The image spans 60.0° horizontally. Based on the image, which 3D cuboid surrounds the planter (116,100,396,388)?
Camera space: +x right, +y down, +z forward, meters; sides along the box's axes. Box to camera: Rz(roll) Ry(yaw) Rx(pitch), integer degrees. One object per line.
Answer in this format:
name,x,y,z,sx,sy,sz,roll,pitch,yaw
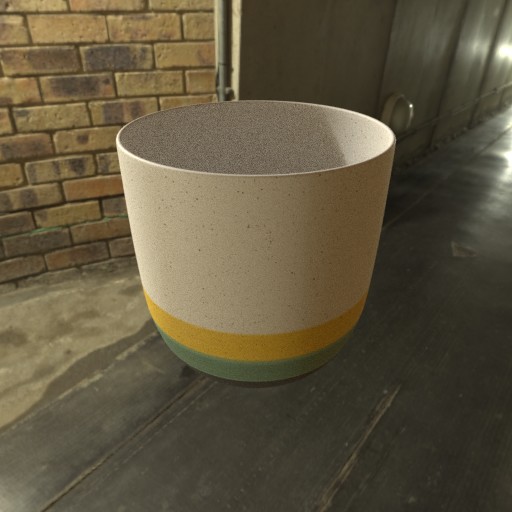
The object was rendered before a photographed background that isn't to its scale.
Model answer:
planter,0.000,0.000,0.373,0.195,0.214,0.195,0,31,0
